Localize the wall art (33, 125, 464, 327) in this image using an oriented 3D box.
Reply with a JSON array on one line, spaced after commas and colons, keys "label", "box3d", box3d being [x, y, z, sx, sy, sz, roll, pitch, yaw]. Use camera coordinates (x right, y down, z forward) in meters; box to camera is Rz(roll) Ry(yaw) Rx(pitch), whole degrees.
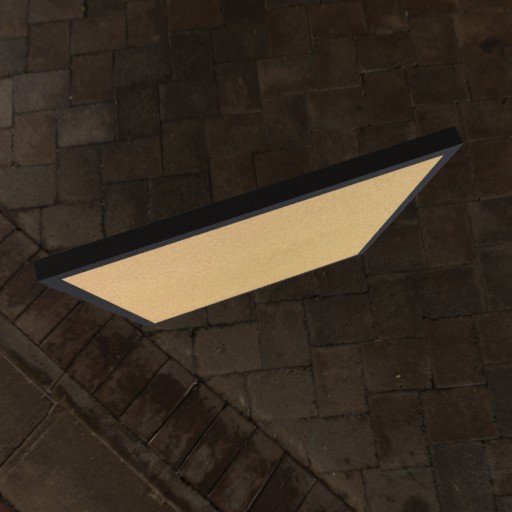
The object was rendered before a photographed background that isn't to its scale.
[{"label": "wall art", "box3d": [0.000, 0.000, 1.121, 0.762, 0.760, 0.037, -18, 76, -5]}]
